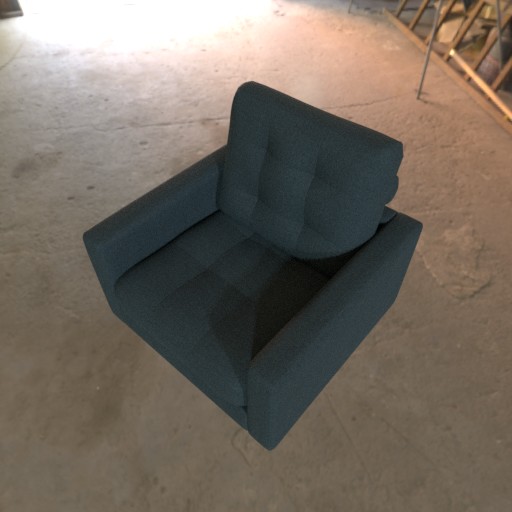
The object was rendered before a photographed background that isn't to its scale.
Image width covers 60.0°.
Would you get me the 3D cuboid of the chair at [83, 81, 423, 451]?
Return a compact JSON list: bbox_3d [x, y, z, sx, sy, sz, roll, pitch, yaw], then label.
[{"bbox_3d":[0.000,0.000,1.538,0.821,0.880,0.843,33,55,26],"label":"chair"}]
